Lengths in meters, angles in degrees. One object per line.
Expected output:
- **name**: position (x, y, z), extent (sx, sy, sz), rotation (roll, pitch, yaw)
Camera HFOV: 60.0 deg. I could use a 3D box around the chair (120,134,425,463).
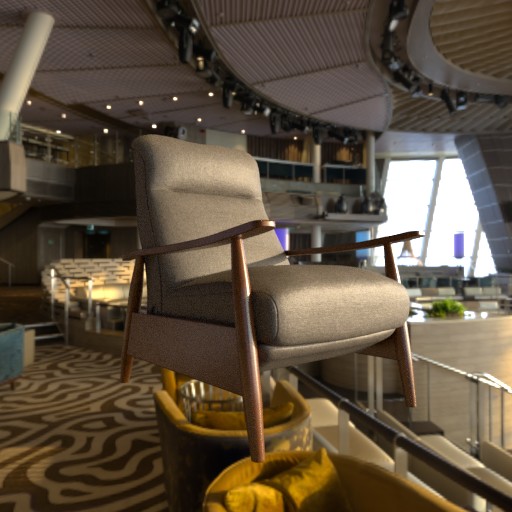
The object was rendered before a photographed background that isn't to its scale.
- **chair**: position (0.000, 0.000, 1.751), extent (0.762, 1.081, 1.014), rotation (0, 0, -38)
